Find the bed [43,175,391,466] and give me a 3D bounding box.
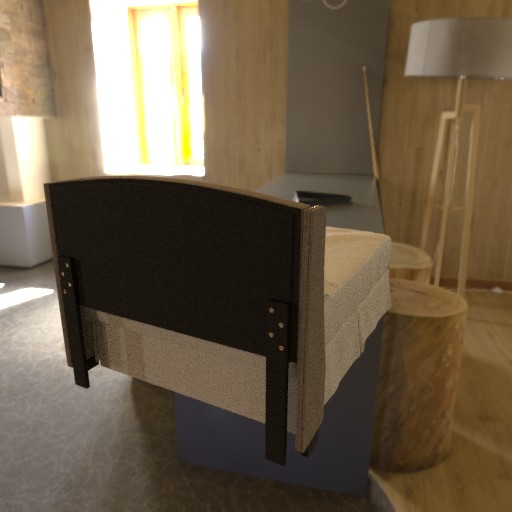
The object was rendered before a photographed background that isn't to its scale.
[{"bbox_3d":[0.000,0.000,3.337,1.710,1.407,2.237,9,20,27],"label":"bed"}]
